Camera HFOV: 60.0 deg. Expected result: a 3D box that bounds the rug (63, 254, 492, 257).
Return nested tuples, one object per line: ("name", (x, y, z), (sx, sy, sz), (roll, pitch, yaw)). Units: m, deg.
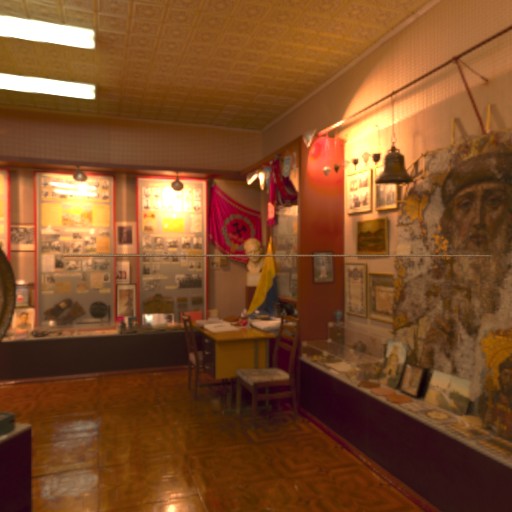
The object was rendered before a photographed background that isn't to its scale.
("rug", (0.000, 0.000, 4.010), (2.980, 0.012, 2.363), (0, 0, -18))
